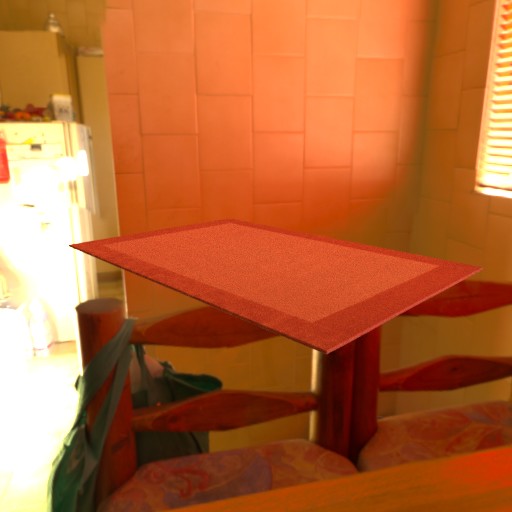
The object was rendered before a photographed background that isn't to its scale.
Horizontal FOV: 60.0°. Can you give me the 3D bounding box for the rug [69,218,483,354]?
[{"bbox_3d":[0.000,0.000,2.319,1.219,0.014,1.829,-14,21,-42],"label":"rug"}]
